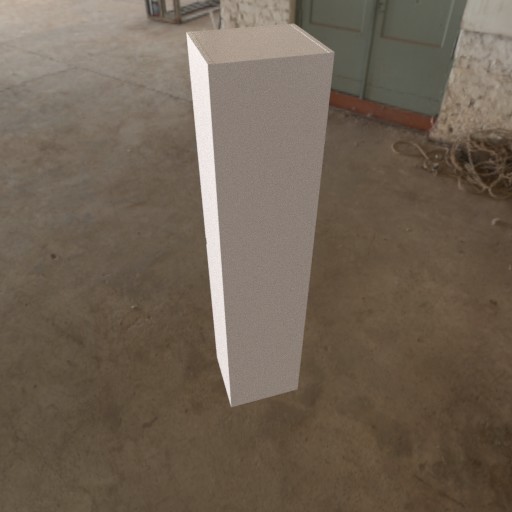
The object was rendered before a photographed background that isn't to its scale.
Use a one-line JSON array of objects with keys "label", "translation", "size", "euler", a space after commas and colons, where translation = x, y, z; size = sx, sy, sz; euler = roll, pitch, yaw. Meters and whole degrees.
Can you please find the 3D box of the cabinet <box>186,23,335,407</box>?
[{"label": "cabinet", "translation": [0.000, 0.000, 1.551], "size": [0.300, 1.400, 0.269], "euler": [-11, 42, -13]}]
